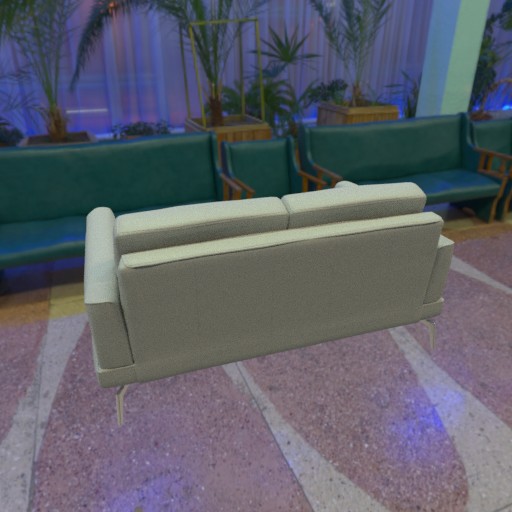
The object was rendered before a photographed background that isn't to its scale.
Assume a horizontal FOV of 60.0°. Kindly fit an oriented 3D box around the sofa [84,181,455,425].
[{"bbox_3d":[0.000,0.000,2.487,1.819,0.930,1.121,-9,28,-16],"label":"sofa"}]
